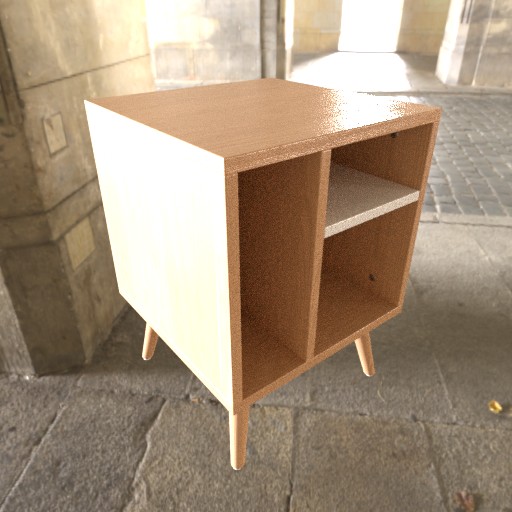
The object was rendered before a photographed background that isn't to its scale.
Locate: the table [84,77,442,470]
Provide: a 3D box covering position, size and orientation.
[{"bbox_3d":[0.000,0.000,0.832,0.400,0.550,0.400,-21,36,-33],"label":"table"}]
